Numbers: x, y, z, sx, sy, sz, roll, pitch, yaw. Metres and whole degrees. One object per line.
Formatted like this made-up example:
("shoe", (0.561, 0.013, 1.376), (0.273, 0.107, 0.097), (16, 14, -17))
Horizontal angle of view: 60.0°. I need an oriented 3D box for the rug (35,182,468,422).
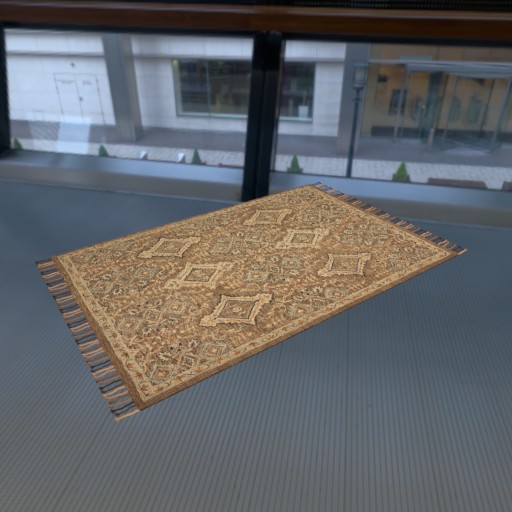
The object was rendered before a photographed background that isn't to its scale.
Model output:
("rug", (0.000, 0.000, 2.931), (2.434, 0.010, 1.516), (-20, 36, -29))
